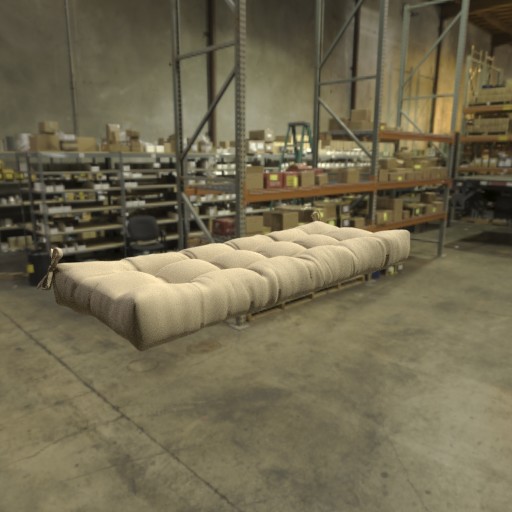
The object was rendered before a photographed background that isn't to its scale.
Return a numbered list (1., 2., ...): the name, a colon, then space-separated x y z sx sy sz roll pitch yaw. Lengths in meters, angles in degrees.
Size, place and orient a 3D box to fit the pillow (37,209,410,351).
1. pillow: 0.000 0.000 1.402 1.194 0.174 0.511 -12 18 -43
